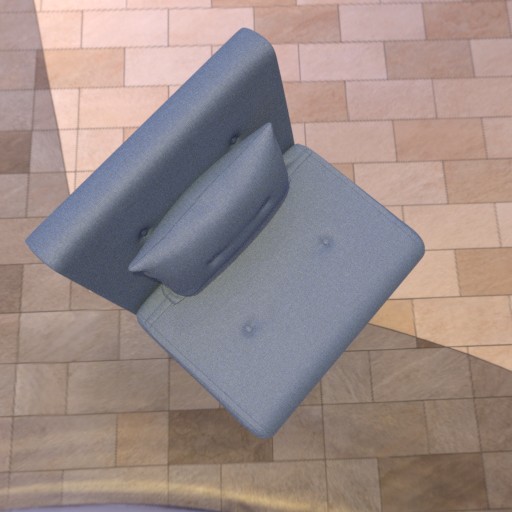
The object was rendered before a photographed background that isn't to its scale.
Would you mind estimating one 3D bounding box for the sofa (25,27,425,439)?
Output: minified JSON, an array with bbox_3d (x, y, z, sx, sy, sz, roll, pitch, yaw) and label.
[{"bbox_3d":[0.000,0.000,1.699,0.996,0.860,0.999,41,82,7],"label":"sofa"}]
